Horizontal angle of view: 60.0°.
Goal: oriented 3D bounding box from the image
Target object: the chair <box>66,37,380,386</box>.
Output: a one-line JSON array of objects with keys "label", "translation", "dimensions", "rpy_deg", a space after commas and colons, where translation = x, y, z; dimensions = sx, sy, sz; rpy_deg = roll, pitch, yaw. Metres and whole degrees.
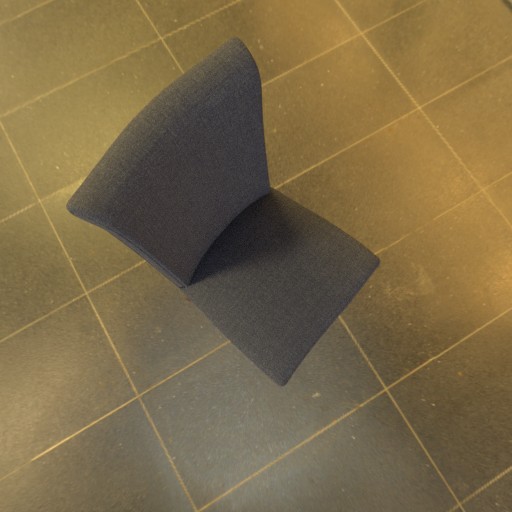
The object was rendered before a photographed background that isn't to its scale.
[{"label": "chair", "translation": [0.000, 0.000, 1.324], "dimensions": [0.608, 0.988, 0.513], "rpy_deg": [39, 79, 9]}]
